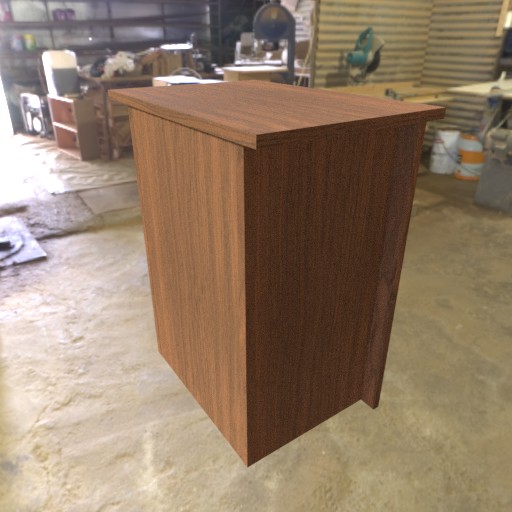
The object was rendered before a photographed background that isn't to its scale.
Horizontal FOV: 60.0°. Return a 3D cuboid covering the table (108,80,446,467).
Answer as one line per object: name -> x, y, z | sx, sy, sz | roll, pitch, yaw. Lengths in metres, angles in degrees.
table -> 0.000, 0.000, 1.047 | 0.406, 0.711, 0.589 | -17, 32, -30
